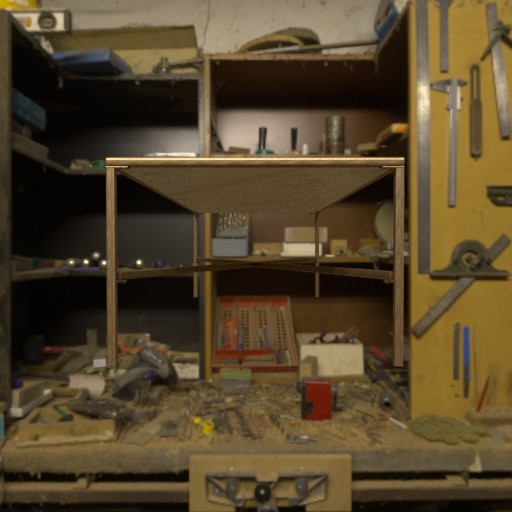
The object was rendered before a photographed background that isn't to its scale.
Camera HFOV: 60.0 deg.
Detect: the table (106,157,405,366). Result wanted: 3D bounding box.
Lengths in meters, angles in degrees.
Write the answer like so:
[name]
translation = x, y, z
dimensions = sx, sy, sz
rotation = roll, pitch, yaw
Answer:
[table]
translation = 0.000, 0.000, 1.454
dimensions = 0.577, 0.405, 1.197
rotation = 0, 1, 0
